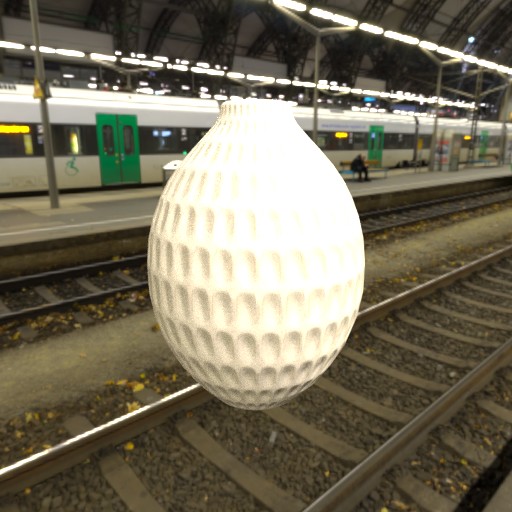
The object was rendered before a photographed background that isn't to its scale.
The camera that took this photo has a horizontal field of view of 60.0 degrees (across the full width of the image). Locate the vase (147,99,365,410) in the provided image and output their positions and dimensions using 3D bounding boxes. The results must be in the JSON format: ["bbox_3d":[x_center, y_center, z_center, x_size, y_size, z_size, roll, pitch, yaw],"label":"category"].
[{"bbox_3d":[0.000,0.000,0.339,0.162,0.223,0.162,0,14,0],"label":"vase"}]
